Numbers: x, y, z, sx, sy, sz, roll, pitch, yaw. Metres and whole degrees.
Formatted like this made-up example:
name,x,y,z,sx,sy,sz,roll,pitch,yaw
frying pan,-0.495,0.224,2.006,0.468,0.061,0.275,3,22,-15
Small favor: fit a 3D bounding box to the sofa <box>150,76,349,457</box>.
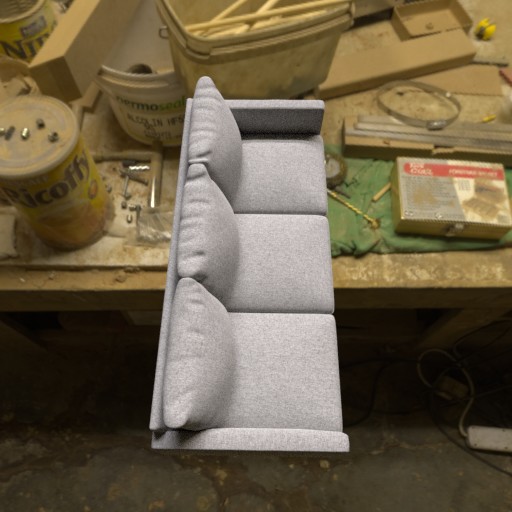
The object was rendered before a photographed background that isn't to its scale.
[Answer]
name,x,y,z,sx,sy,sz,roll,pitch,yaw
sofa,0.000,0.000,2.433,0.850,0.830,2.000,1,64,0
